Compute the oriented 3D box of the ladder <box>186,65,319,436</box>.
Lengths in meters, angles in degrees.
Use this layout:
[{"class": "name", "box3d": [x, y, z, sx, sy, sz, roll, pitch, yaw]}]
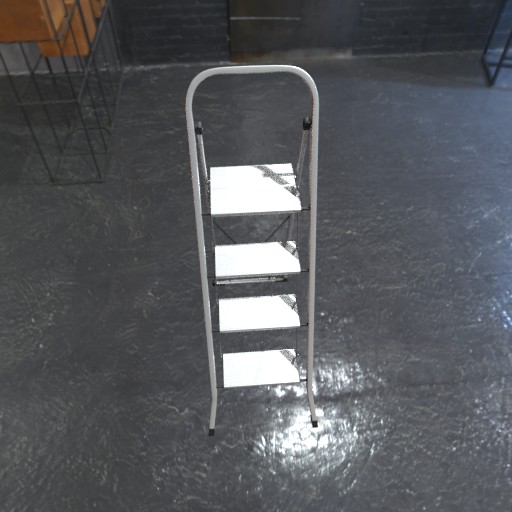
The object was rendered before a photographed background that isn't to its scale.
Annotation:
[{"class": "ladder", "box3d": [0.000, 0.000, 1.677, 0.465, 1.290, 0.830, -3, 47, -3]}]
